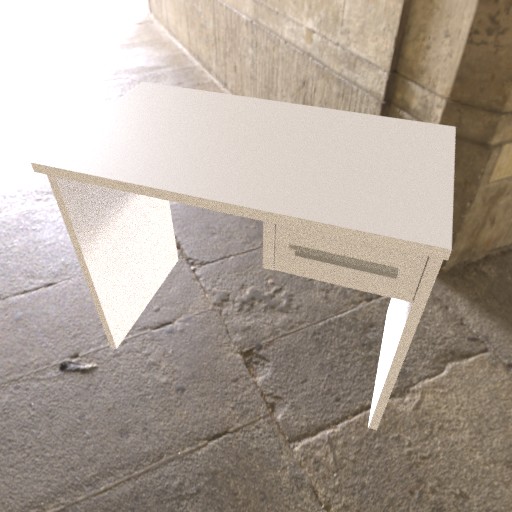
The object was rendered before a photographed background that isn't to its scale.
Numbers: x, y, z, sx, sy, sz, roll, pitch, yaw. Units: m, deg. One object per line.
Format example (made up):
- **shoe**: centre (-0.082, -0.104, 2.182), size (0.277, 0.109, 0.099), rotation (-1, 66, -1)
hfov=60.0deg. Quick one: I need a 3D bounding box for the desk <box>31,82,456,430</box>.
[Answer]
- **desk**: centre (0.000, 0.000, 1.306), size (0.900, 0.729, 0.498), rotation (13, 44, 14)
